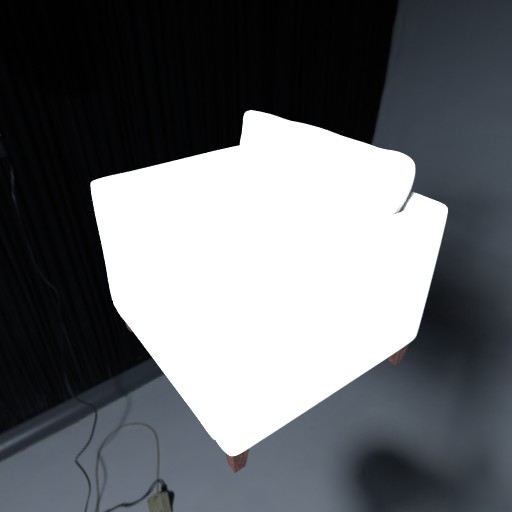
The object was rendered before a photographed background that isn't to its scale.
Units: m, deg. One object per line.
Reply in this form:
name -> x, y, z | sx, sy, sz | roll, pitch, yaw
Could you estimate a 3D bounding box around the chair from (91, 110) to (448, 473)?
chair -> 0.000, 0.000, 1.738 | 0.959, 0.919, 0.996 | -21, 38, -30
